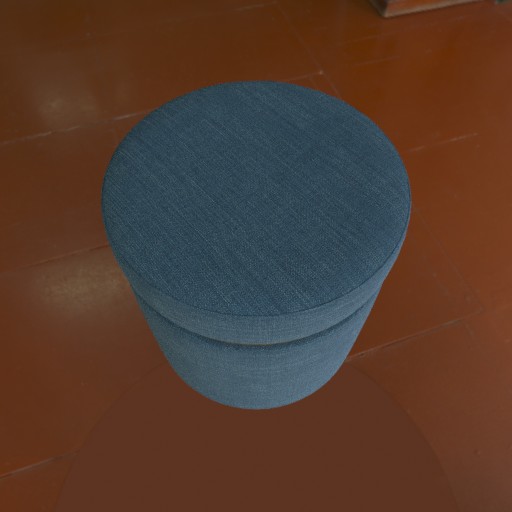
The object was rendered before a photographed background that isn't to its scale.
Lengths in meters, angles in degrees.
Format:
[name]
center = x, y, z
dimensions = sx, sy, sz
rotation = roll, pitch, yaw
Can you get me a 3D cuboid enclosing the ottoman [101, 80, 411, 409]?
[ottoman]
center = 0.000, 0.000, 0.723
dimensions = 0.398, 0.406, 0.398
rotation = 0, 58, 0
